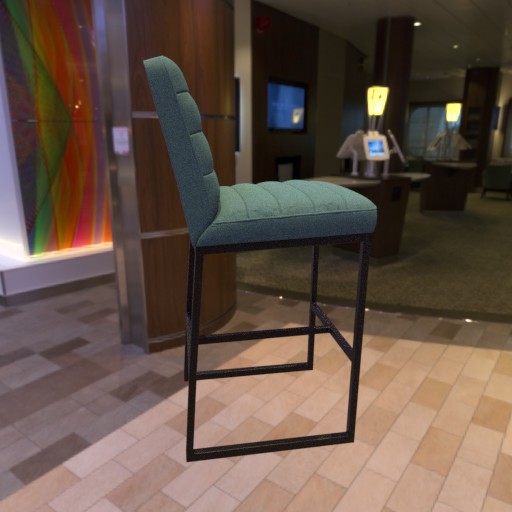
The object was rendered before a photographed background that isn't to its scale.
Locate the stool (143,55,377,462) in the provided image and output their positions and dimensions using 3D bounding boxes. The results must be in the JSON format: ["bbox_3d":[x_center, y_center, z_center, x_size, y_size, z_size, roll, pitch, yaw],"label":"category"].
[{"bbox_3d":[0.000,0.000,1.325,0.560,1.040,0.460,-3,16,-9],"label":"stool"}]
